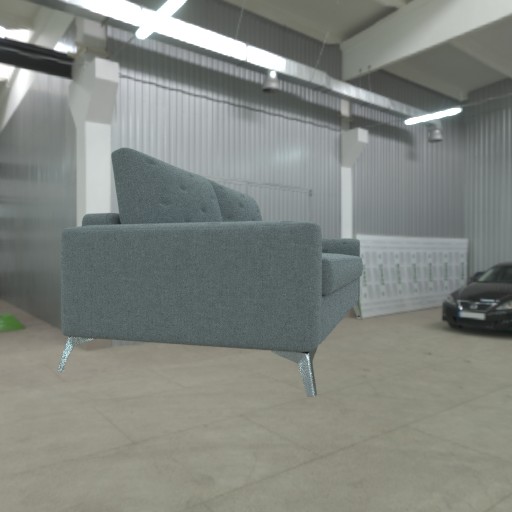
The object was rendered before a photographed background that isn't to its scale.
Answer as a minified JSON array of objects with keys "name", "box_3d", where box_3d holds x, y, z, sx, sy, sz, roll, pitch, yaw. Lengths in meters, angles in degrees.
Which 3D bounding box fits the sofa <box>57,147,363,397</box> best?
[{"name":"sofa","box_3d":[0.000,0.000,2.144,0.920,0.790,1.650,0,0,18]}]
